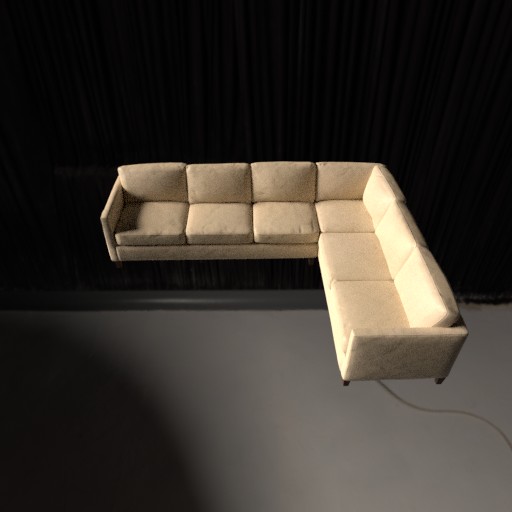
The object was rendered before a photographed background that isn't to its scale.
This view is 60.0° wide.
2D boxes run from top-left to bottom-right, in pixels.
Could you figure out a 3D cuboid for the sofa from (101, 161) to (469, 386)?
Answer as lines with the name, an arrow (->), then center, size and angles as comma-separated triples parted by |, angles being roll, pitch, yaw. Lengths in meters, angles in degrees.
sofa -> 0.000, 0.000, 4.535 | 3.302, 0.947, 2.593 | -1, 41, -1
